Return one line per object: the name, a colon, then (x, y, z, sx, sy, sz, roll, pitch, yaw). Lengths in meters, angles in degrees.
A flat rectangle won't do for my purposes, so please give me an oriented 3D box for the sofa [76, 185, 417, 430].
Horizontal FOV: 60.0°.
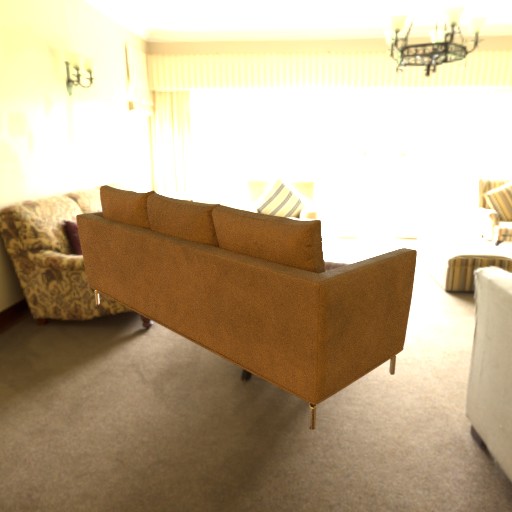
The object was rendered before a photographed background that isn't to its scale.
sofa: (0.000, 0.000, 3.248, 1.622, 0.987, 2.438, -13, 20, -42)
